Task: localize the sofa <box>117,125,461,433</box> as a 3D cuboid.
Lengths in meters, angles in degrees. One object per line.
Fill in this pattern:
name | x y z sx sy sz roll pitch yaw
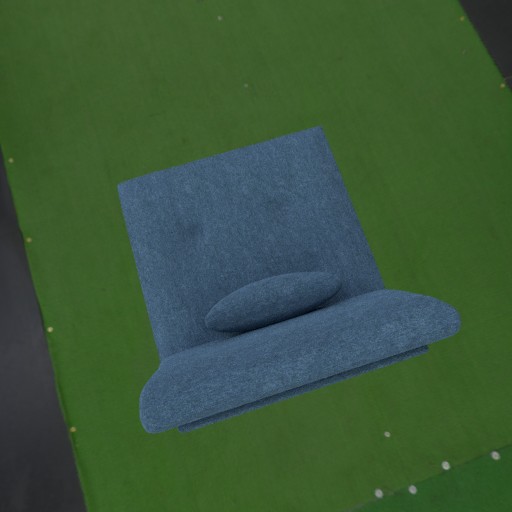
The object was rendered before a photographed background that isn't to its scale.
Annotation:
sofa | 0.000 0.000 1.660 0.930 0.820 1.000 -17 76 -4
